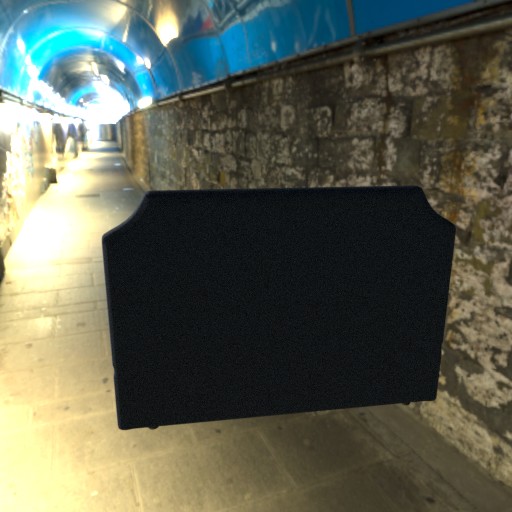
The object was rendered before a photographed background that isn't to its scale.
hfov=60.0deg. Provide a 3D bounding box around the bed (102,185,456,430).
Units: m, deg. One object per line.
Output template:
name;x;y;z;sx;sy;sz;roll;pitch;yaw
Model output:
bed;0.000;0.000;3.378;1.831;1.297;2.260;-2;16;-8
